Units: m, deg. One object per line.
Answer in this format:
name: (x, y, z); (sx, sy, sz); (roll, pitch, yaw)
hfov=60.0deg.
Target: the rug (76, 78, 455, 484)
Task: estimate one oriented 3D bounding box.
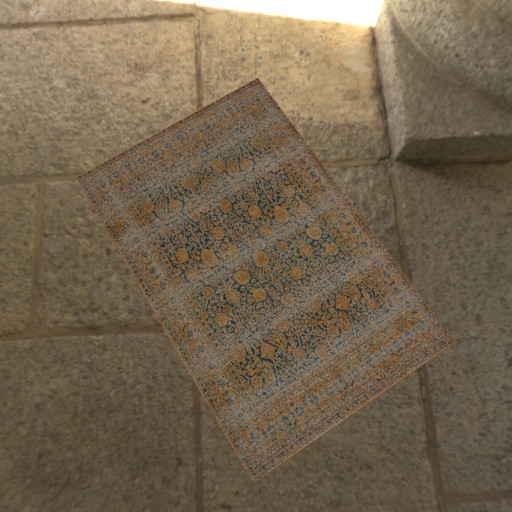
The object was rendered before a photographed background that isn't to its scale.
rug: (0.000, 0.000, 2.978); (1.525, 0.007, 2.336); (-32, 77, -8)
